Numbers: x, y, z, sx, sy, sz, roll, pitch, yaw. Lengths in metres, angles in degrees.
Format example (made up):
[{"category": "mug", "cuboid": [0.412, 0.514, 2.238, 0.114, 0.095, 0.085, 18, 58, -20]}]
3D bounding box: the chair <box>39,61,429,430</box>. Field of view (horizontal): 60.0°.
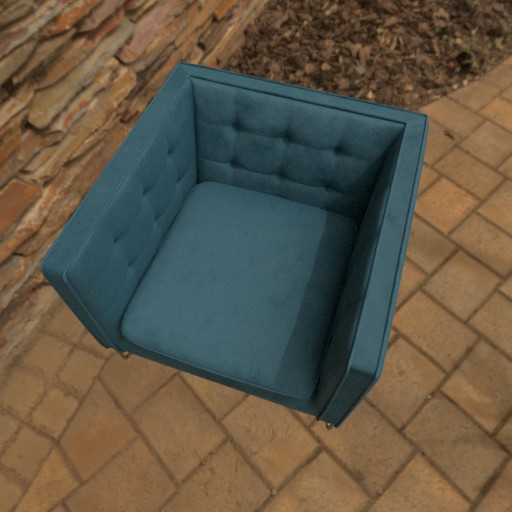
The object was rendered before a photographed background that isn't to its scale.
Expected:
[{"category": "chair", "cuboid": [0.000, 0.000, 1.555, 0.880, 0.790, 0.894, 16, 60, 10]}]
